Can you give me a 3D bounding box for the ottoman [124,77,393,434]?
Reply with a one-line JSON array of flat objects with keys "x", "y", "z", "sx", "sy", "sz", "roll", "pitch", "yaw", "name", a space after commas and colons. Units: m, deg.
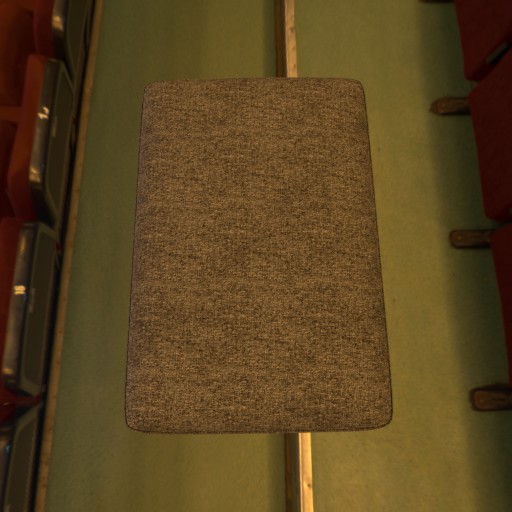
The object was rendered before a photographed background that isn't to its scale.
[{"x": 0.000, "y": 0.000, "z": 1.192, "sx": 0.584, "sy": 0.483, "sz": 0.864, "roll": -1, "pitch": 75, "yaw": 0, "name": "ottoman"}]
